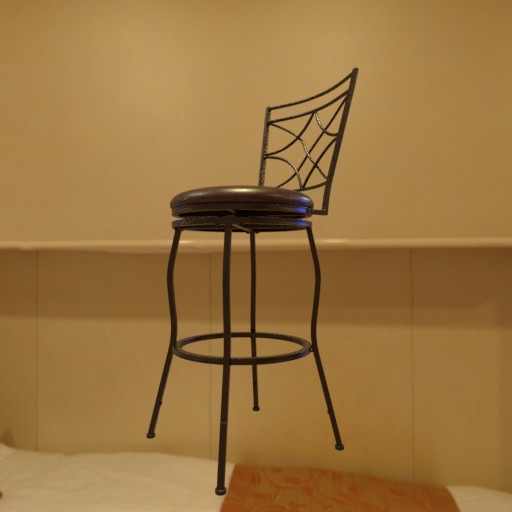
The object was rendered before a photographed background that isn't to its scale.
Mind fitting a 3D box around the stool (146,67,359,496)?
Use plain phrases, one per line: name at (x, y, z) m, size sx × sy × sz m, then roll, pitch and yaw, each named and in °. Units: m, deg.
stool at (0.000, 0.000, 1.358) m, size 0.534 × 1.117 × 0.434 m, roll 0°, pitch 0°, yaw -37°
